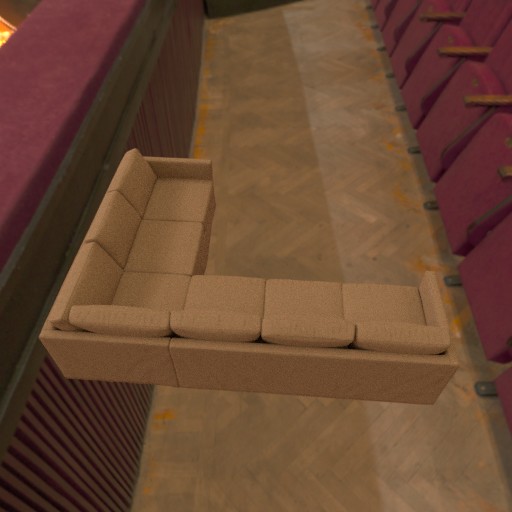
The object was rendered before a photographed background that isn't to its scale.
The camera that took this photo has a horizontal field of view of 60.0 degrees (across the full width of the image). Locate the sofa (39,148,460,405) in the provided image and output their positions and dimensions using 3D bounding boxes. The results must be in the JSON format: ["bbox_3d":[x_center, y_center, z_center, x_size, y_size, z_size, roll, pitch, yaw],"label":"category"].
[{"bbox_3d":[0.000,0.000,4.302,3.182,0.871,2.432,3,47,3],"label":"sofa"}]
